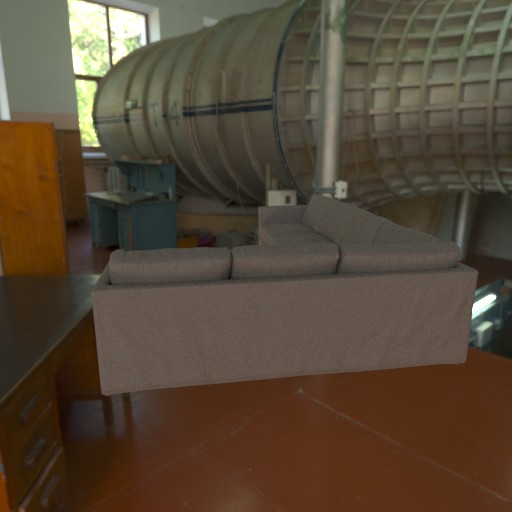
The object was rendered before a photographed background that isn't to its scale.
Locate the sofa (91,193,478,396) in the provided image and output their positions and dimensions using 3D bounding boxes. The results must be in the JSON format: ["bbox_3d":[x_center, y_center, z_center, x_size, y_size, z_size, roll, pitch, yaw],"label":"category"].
[{"bbox_3d":[0.000,0.000,4.249,2.432,0.871,3.182,-2,15,-9],"label":"sofa"}]
